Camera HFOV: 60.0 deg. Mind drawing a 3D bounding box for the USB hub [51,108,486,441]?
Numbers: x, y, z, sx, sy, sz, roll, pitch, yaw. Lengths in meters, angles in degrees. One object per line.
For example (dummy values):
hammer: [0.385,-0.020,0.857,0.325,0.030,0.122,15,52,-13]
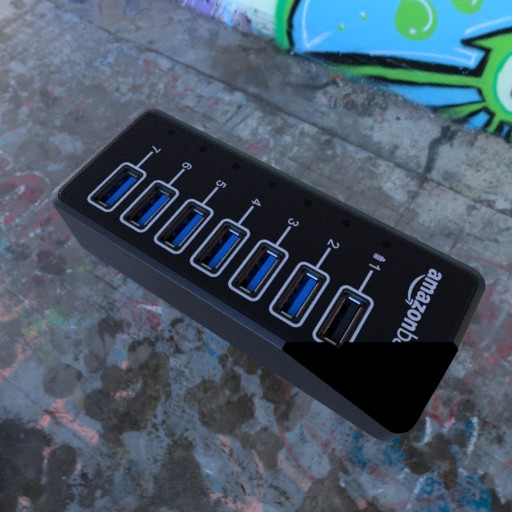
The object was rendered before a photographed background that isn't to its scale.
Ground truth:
USB hub: [0.000,0.000,0.124,0.110,0.023,0.044,30,65,16]
